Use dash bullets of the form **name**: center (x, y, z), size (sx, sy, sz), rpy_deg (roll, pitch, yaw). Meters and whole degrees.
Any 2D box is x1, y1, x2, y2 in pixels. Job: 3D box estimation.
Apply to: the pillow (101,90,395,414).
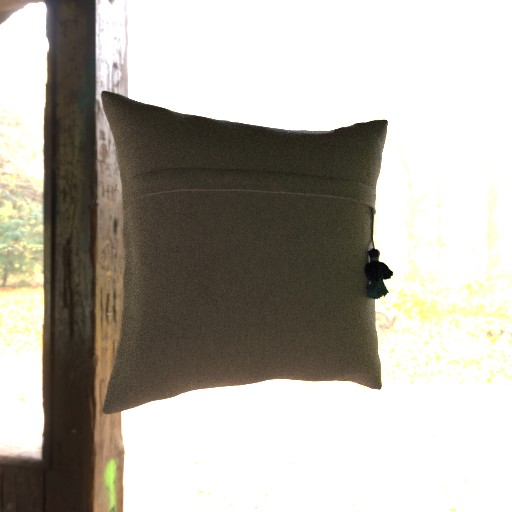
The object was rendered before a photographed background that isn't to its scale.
- **pillow**: center (0.000, 0.000, 0.656), size (0.433, 0.436, 0.173), rpy_deg (0, 0, -17)
